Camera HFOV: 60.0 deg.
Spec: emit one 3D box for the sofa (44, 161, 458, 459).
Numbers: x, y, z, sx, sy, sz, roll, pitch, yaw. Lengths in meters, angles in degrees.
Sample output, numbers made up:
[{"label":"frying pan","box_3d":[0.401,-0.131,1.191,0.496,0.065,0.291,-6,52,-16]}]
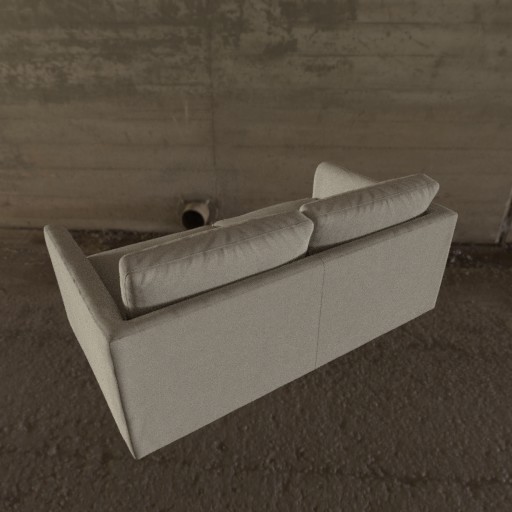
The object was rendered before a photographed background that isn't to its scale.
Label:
[{"label":"sofa","box_3d":[0.000,0.000,2.423,1.905,0.839,1.091,-18,35,-28]}]
